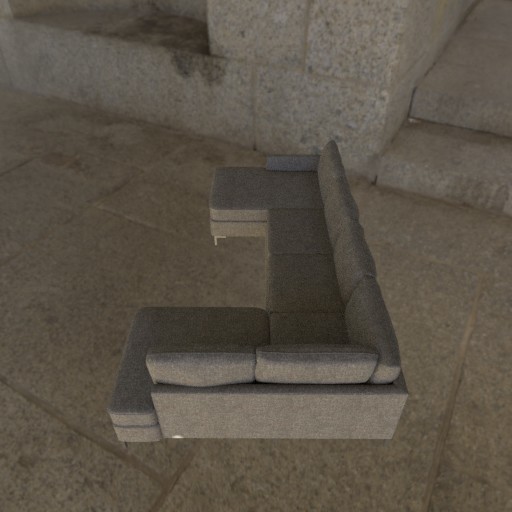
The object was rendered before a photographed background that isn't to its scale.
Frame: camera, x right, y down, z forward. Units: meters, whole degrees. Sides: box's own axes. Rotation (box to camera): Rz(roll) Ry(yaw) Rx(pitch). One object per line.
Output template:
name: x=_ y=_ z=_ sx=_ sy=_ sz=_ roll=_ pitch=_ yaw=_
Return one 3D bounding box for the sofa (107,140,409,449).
sofa: x=0.000 y=0.000 z=4.347 sx=2.048 sy=0.999 sz=3.423 roll=0 pitch=40 yaw=0
